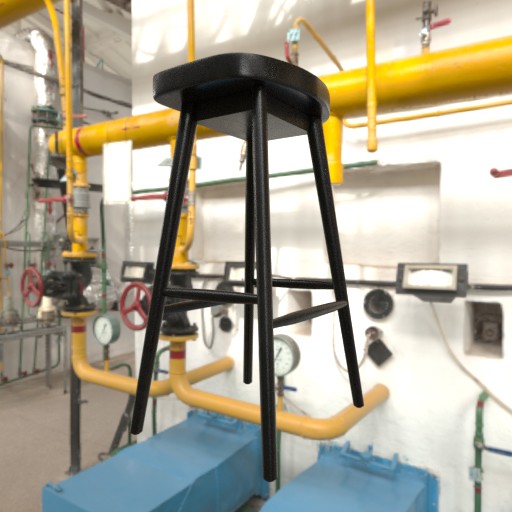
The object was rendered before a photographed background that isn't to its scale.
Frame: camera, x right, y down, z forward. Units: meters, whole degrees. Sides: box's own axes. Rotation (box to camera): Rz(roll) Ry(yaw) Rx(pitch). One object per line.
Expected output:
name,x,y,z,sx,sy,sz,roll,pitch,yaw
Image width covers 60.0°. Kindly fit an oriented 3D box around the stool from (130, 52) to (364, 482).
stool,0.000,0.000,1.010,0.361,0.749,0.440,1,1,34
